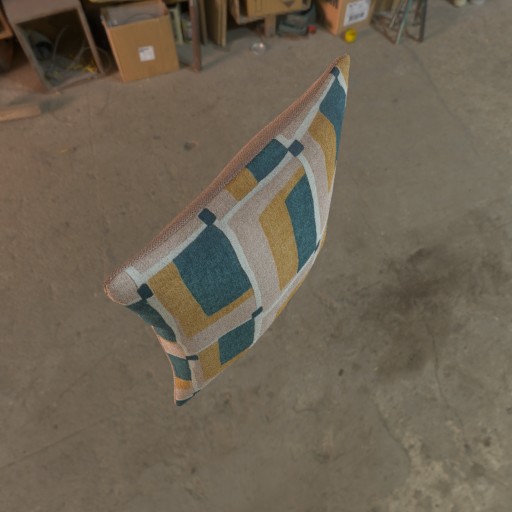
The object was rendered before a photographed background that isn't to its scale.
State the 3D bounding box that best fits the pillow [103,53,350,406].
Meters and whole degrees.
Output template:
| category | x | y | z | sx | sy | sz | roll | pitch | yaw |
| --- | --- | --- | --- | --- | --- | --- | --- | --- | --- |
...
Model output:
| category | x | y | z | sx | sy | sz | roll | pitch | yaw |
| --- | --- | --- | --- | --- | --- | --- | --- | --- | --- |
| pillow | 0.000 | 0.000 | 0.735 | 0.158 | 0.479 | 0.478 | 32 | 63 | 18 |
